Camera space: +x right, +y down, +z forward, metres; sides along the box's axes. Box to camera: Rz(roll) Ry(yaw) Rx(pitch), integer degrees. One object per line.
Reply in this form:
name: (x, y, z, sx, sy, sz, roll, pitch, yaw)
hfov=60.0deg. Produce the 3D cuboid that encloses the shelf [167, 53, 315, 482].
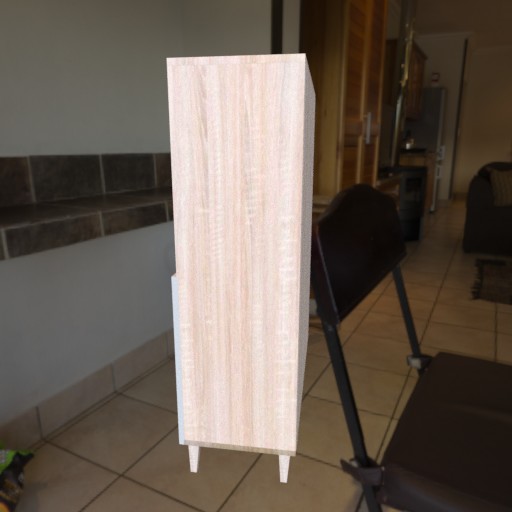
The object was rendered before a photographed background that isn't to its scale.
shelf: (0.000, 0.000, 1.894, 0.434, 1.405, 0.995, 2, 14, 9)
